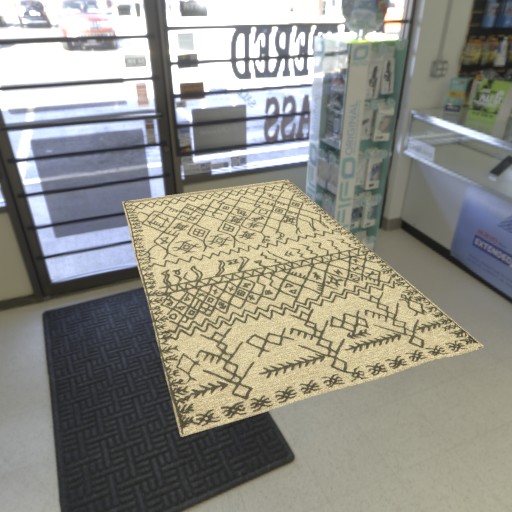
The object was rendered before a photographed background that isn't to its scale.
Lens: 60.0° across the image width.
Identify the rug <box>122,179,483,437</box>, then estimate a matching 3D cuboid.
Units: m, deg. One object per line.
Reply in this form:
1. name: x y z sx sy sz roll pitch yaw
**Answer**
1. rug: 0.000 0.000 2.971 1.530 0.012 2.444 -10 32 -17
